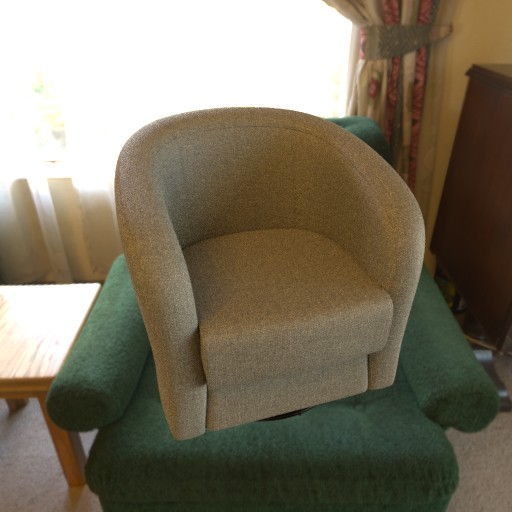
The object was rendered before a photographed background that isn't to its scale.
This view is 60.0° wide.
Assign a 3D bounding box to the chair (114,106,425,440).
[{"bbox_3d":[0.000,0.000,1.413,0.791,0.771,0.815,-9,32,-15],"label":"chair"}]
